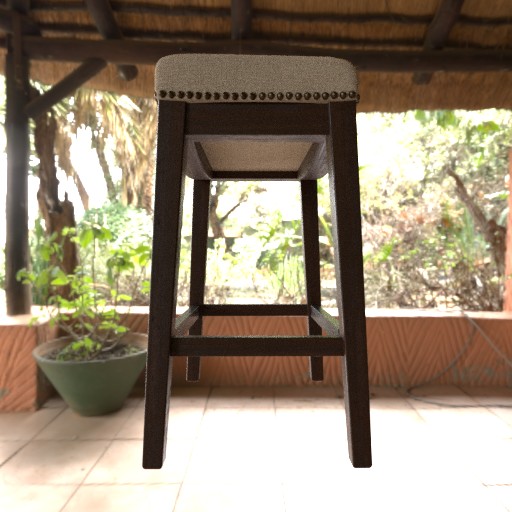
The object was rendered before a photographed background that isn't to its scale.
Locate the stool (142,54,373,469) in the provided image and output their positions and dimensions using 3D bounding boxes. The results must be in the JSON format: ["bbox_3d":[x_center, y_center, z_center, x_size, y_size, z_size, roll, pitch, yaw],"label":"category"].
[{"bbox_3d":[0.000,0.000,0.948,0.363,0.669,0.509,0,0,-1],"label":"stool"}]
